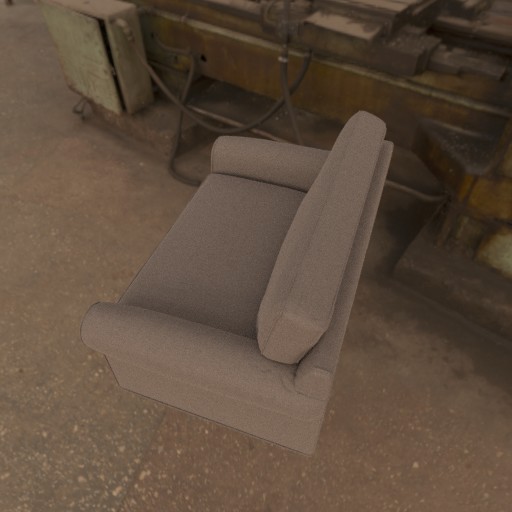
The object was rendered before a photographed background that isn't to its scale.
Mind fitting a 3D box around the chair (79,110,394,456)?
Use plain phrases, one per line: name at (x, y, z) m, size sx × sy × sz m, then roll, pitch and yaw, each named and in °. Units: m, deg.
chair at (0.000, 0.000, 1.998) m, size 0.930 × 0.930 × 1.390 m, roll 15°, pitch 49°, yaw 13°
